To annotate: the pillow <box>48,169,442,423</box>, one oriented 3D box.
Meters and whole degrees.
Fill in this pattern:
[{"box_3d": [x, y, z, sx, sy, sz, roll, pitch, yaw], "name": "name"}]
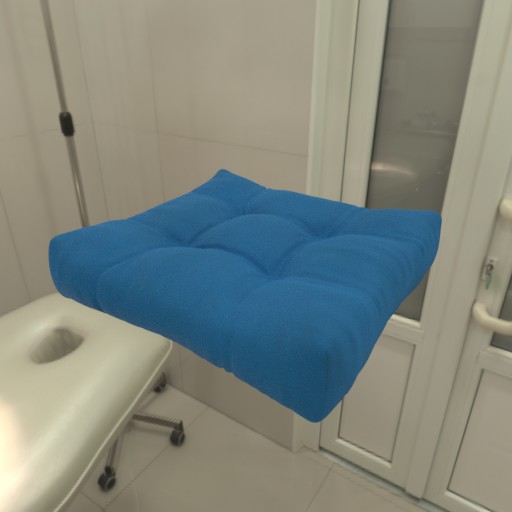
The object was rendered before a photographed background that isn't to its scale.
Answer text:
[{"box_3d": [0.000, 0.000, 0.734, 0.490, 0.128, 0.468, 17, 32, 30], "name": "pillow"}]
